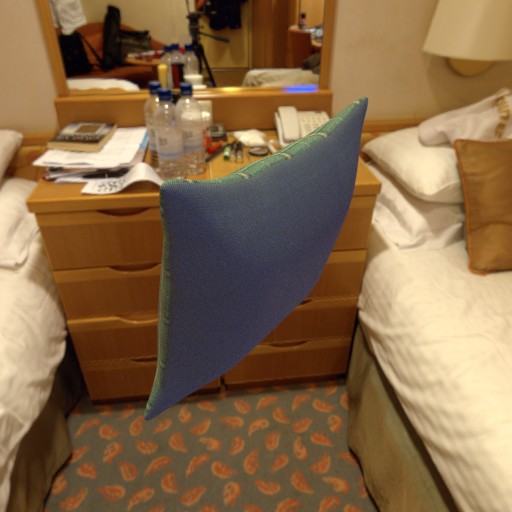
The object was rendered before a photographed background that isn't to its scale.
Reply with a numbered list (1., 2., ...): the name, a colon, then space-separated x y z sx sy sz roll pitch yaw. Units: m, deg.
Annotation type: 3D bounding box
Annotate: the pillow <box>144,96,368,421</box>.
1. pillow: 0.000 0.000 0.708 0.200 0.430 0.453 21 38 30
